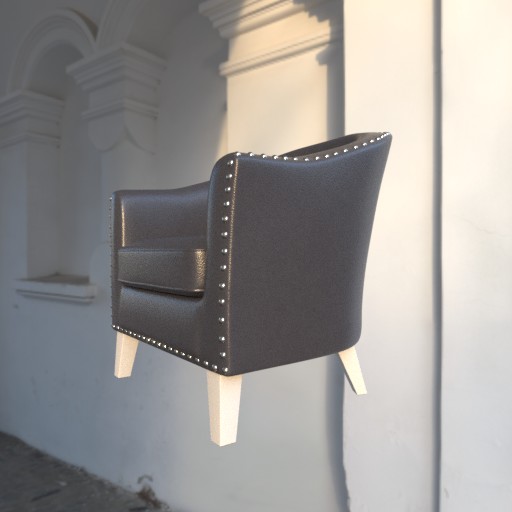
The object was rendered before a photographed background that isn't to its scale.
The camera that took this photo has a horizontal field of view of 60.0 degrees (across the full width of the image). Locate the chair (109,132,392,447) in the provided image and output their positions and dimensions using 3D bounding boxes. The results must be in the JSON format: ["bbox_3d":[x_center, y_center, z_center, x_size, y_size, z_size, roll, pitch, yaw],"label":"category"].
[{"bbox_3d":[0.000,0.000,1.420,0.748,0.823,0.794,0,1,-36],"label":"chair"}]
